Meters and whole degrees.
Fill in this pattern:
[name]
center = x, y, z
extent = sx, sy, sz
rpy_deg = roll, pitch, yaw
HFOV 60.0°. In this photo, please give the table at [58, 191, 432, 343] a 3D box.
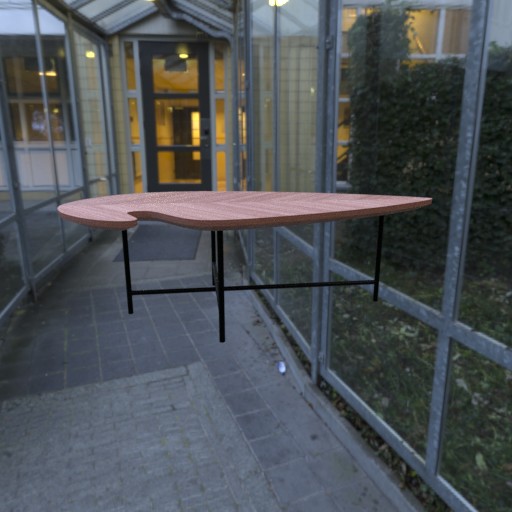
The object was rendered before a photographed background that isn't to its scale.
[table]
center = 0.000, 0.000, 1.466
extent = 1.199, 0.360, 0.598
rpy_deg = -2, 15, -7
